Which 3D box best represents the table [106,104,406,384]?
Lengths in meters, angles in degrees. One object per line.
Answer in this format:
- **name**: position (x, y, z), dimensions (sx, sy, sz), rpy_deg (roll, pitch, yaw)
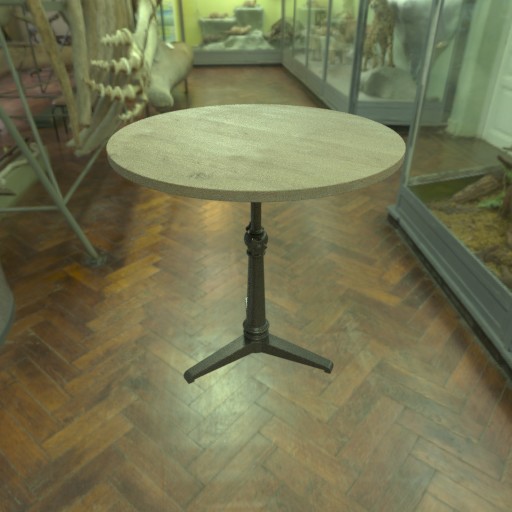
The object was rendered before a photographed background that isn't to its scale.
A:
- **table**: position (0.000, 0.000, 1.431), dimensions (0.800, 0.780, 0.800), rpy_deg (0, 31, 0)
